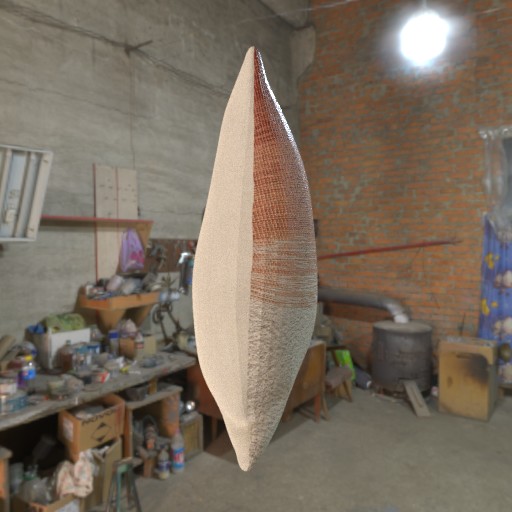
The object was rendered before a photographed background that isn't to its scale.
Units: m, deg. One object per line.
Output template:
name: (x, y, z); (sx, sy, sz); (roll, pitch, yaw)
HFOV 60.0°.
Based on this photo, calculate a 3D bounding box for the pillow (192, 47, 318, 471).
pillow: (0.000, 0.000, 0.668); (0.182, 0.441, 0.440); (0, 0, 0)
